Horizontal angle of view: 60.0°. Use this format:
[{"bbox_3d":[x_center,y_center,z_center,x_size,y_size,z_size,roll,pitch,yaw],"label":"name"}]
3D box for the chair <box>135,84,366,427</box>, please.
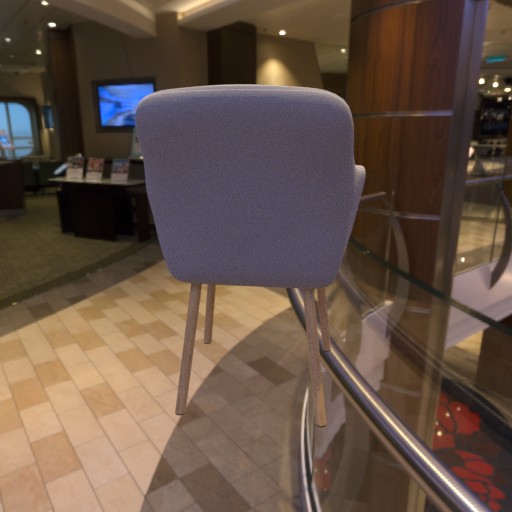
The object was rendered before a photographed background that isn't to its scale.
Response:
[{"bbox_3d":[0.000,0.000,1.215,0.570,0.830,0.590,2,16,7],"label":"chair"}]
